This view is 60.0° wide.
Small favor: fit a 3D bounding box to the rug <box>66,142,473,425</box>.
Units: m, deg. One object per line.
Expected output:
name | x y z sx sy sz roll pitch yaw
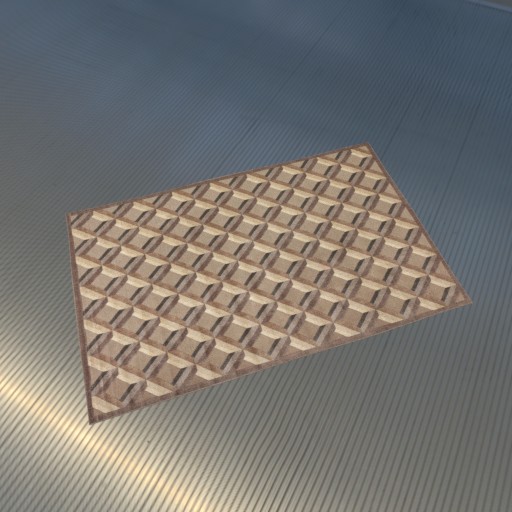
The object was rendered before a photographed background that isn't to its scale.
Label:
rug | 0.000 0.000 2.089 1.677 0.011 1.066 -15 59 -10
